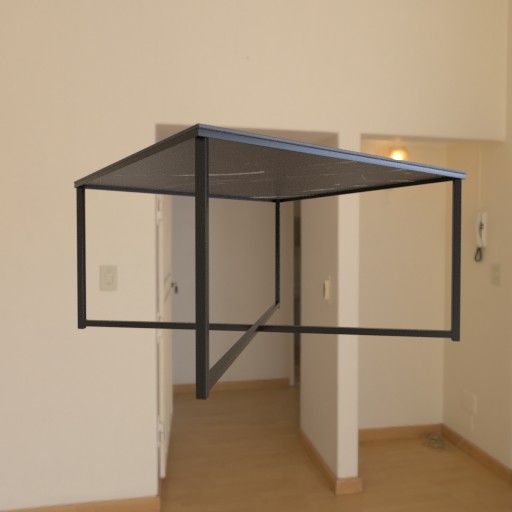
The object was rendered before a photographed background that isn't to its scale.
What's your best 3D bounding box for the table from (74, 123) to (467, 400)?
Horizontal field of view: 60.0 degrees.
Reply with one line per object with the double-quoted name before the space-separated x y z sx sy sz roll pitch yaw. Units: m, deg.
"table" 0.000 0.000 1.270 0.800 0.450 0.800 -1 2 -36
